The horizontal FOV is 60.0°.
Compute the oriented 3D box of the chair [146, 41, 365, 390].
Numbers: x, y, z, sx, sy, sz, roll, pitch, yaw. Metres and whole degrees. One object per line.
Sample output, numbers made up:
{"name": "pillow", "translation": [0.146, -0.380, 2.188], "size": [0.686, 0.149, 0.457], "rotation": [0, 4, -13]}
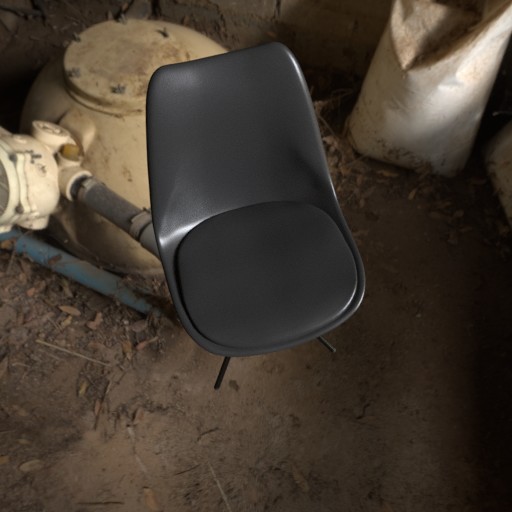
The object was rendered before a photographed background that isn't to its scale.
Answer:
{"name": "chair", "translation": [0.000, 0.000, 1.145], "size": [0.461, 0.850, 0.525], "rotation": [-16, 66, -7]}
